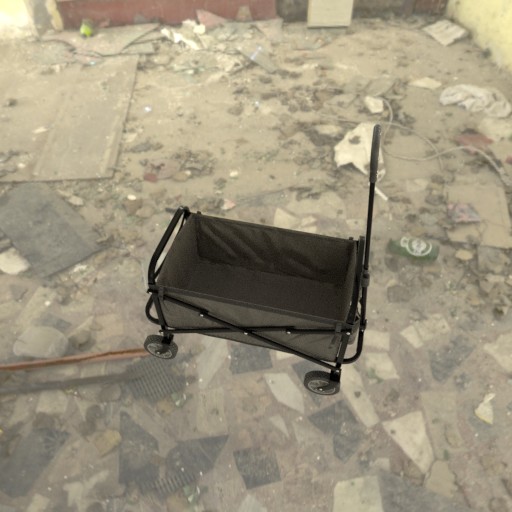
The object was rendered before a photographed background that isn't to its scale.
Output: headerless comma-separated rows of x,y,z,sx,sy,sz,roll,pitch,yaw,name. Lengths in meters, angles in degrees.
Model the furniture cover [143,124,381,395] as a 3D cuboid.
0.000,0.000,1.859,1.038,1.295,0.532,10,49,9,furniture cover
